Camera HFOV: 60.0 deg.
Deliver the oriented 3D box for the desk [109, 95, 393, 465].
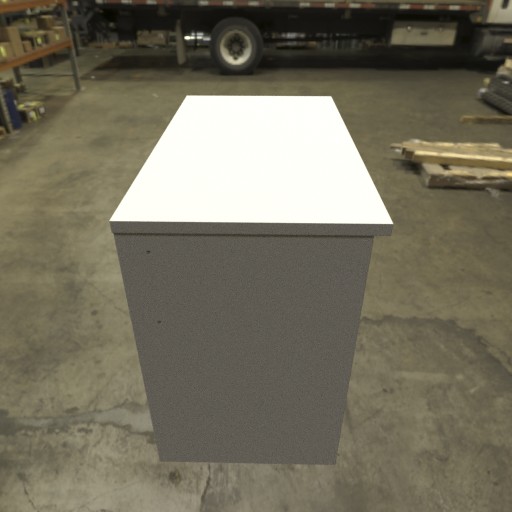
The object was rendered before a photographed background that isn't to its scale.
[{"bbox_3d":[0.000,0.000,1.351,0.498,0.729,0.900,1,33,1],"label":"desk"}]
